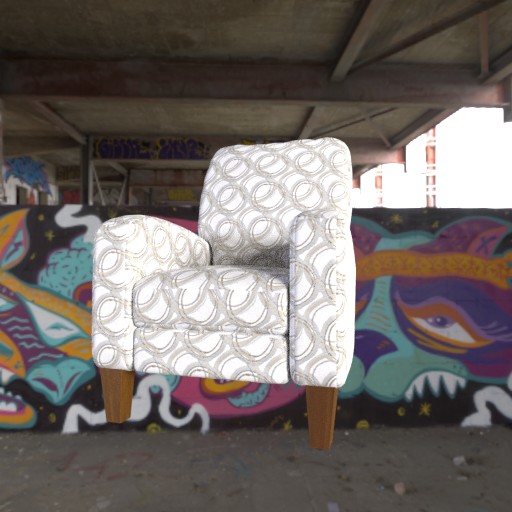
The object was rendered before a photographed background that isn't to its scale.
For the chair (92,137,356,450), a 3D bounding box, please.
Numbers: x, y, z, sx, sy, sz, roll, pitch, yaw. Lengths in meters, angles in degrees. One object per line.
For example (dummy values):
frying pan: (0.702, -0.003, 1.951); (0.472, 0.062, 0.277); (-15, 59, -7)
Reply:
chair: (0.000, 0.000, 1.749); (0.796, 1.065, 0.995); (0, -1, 18)
